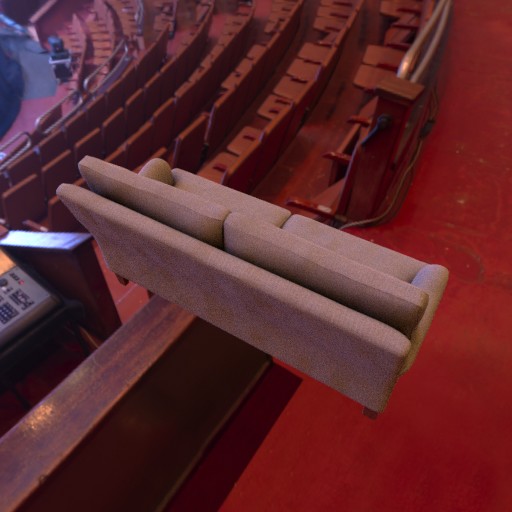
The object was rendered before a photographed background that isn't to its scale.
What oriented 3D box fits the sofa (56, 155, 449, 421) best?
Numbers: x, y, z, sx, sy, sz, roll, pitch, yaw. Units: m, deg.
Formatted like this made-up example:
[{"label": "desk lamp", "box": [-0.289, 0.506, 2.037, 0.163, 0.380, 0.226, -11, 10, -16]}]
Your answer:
[{"label": "sofa", "box": [0.000, 0.000, 2.819, 2.193, 1.096, 1.069, 24, 50, 22]}]
